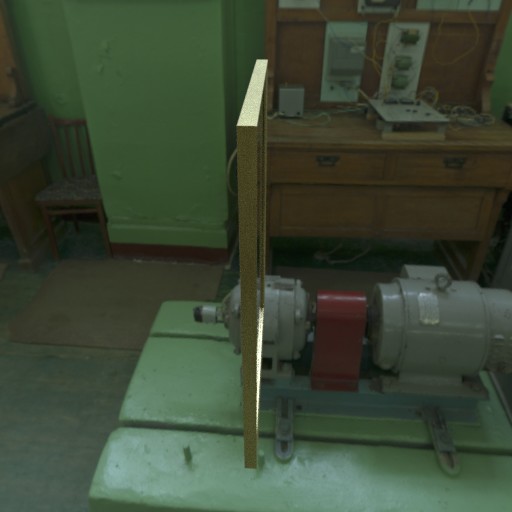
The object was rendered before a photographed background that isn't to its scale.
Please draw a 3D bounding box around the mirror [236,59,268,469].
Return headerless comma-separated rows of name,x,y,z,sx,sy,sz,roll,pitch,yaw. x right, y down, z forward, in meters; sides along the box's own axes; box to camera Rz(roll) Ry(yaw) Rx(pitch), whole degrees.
mirror,0.000,0.000,1.373,0.040,1.016,0.762,1,32,2
